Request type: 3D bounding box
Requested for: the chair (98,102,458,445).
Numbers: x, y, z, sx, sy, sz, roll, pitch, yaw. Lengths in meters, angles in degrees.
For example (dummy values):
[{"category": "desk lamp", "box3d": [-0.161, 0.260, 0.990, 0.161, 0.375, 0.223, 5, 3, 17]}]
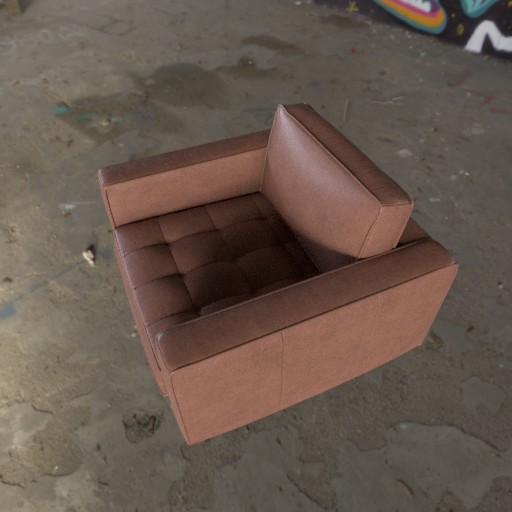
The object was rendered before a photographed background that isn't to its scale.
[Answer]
[{"category": "chair", "box3d": [0.000, 0.000, 1.538, 0.900, 0.770, 0.920, -18, 49, -17]}]
